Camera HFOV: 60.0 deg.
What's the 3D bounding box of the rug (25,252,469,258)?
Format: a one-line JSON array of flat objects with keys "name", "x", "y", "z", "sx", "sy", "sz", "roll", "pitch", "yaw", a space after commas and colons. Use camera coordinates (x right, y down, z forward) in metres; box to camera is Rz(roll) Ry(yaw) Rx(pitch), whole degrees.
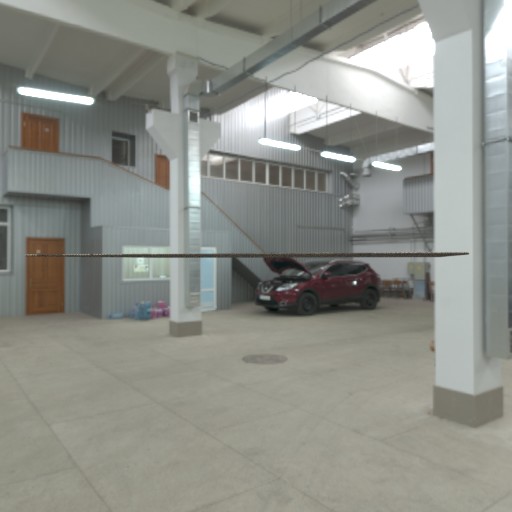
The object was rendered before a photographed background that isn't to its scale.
[{"name": "rug", "x": 0.000, "y": 0.000, "z": 3.007, "sx": 2.435, "sy": 0.011, "sz": 1.517, "roll": 0, "pitch": -1, "yaw": 18}]
